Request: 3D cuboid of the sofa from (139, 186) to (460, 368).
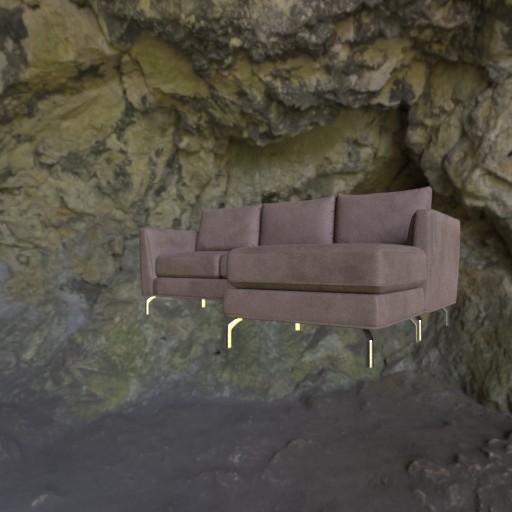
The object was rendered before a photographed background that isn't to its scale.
[{"bbox_3d":[0.000,0.000,3.182,2.438,0.987,1.622,-1,-1,35],"label":"sofa"}]
